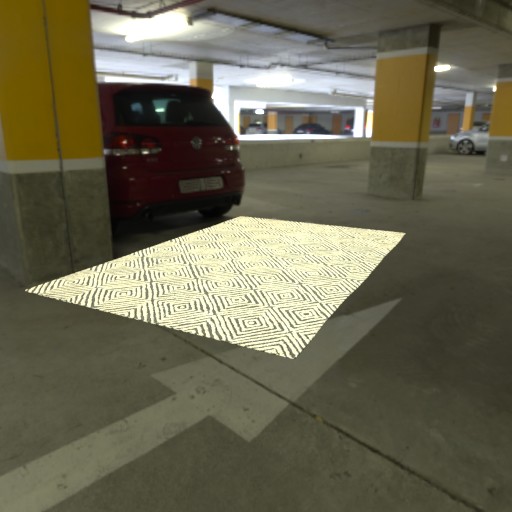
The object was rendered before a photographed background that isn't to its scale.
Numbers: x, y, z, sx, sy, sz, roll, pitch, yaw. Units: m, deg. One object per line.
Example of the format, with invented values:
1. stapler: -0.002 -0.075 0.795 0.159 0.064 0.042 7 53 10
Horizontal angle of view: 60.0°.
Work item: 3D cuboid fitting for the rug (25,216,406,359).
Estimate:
1. rug: 0.000 0.000 2.253 1.177 0.004 1.750 8 18 27
